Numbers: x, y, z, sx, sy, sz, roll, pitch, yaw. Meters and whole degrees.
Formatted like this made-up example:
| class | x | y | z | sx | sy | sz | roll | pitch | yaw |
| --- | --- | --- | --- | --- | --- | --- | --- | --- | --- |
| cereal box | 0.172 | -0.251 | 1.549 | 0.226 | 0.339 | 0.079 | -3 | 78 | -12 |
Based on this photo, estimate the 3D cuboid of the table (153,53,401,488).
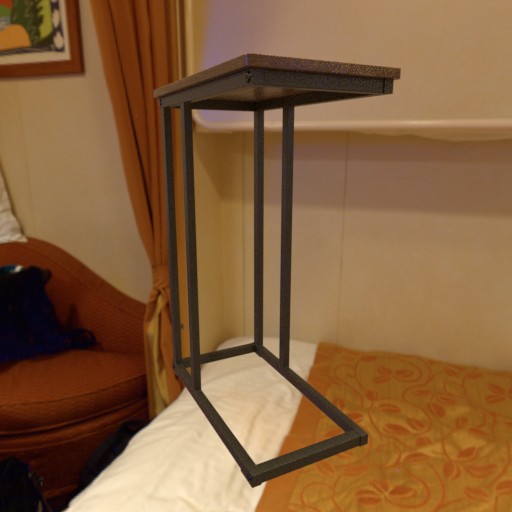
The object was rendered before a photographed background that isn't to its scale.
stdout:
| class | x | y | z | sx | sy | sz | roll | pitch | yaw |
| --- | --- | --- | --- | --- | --- | --- | --- | --- | --- |
| table | 0.000 | 0.000 | 0.862 | 0.254 | 0.637 | 0.450 | -7 | 16 | -26 |
